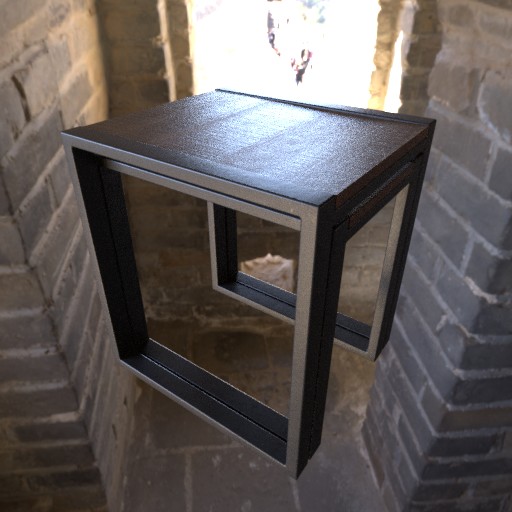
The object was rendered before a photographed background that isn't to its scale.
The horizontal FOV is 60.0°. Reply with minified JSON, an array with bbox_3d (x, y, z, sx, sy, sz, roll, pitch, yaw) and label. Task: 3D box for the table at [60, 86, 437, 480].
[{"bbox_3d":[0.000,0.000,0.931,0.500,0.550,0.449,21,38,29],"label":"table"}]
